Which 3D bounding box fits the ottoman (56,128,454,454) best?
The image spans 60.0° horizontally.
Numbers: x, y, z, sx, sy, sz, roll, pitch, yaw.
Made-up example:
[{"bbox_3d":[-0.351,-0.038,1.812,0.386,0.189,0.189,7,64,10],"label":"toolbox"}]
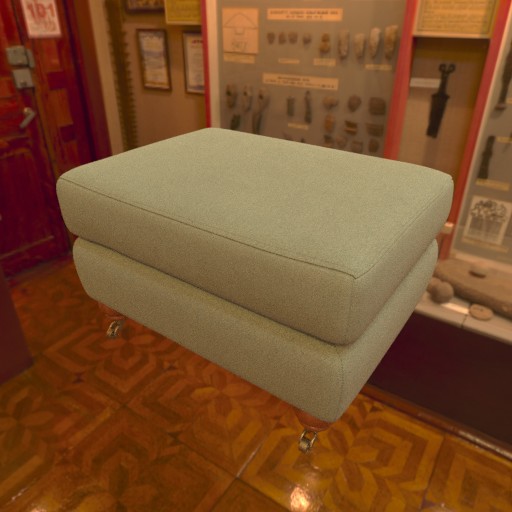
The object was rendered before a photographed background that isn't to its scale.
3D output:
[{"bbox_3d":[0.000,0.000,1.113,0.773,0.499,0.569,20,35,30],"label":"ottoman"}]
